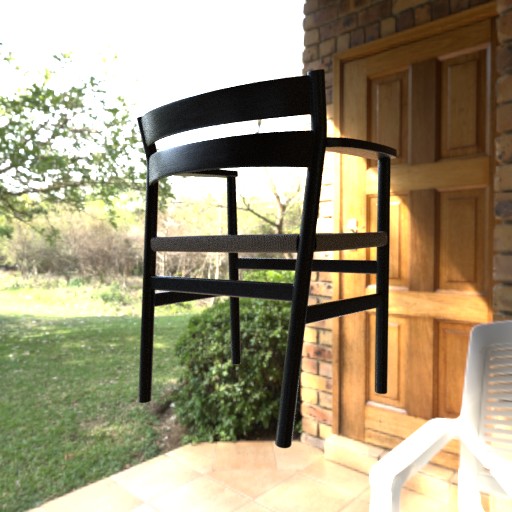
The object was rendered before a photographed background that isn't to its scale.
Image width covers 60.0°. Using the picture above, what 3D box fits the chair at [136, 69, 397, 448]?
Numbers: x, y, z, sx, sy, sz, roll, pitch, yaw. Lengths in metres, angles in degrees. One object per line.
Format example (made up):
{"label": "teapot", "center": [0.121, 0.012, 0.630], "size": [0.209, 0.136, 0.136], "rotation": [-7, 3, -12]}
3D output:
{"label": "chair", "center": [0.000, 0.000, 1.194], "size": [0.630, 0.775, 0.508], "rotation": [1, 2, 36]}
